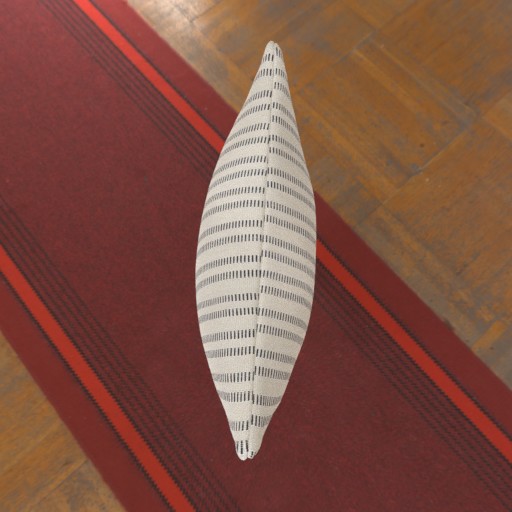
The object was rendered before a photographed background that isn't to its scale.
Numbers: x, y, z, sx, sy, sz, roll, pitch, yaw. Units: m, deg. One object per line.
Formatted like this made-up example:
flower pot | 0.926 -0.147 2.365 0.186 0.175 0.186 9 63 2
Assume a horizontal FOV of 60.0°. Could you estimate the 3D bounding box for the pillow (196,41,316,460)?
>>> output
pillow | 0.000 0.000 0.799 0.210 0.353 0.640 4 74 1
